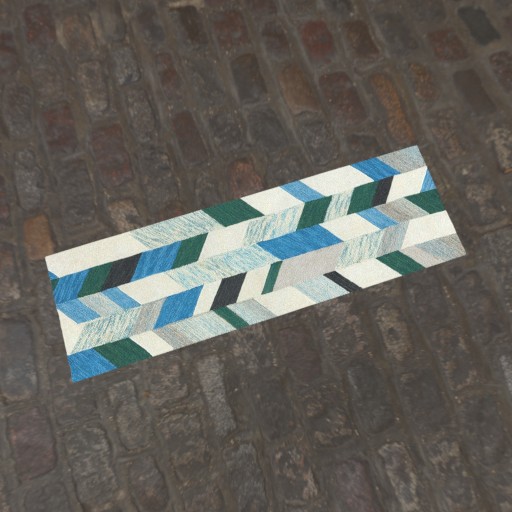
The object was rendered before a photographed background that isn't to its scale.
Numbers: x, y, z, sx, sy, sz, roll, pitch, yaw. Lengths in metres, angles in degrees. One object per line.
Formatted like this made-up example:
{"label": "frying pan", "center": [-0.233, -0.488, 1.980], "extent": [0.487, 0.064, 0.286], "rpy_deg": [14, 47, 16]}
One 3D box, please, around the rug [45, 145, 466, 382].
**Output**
{"label": "rug", "center": [0.000, 0.000, 2.686], "extent": [2.437, 0.008, 0.774], "rpy_deg": [-17, 77, -4]}
